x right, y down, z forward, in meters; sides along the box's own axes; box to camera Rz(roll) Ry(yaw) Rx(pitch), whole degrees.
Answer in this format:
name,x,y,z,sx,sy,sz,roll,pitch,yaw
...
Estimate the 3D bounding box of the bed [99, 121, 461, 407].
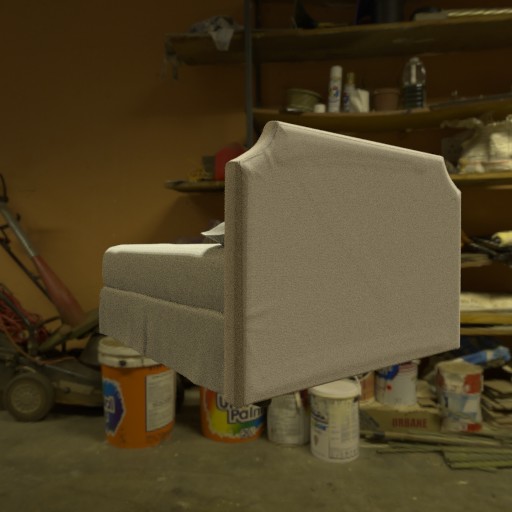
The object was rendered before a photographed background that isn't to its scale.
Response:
name,x,y,z,sx,sy,sz,roll,pitch,yaw
bed,0.000,0.000,3.260,1.828,1.297,2.164,-1,2,-37
